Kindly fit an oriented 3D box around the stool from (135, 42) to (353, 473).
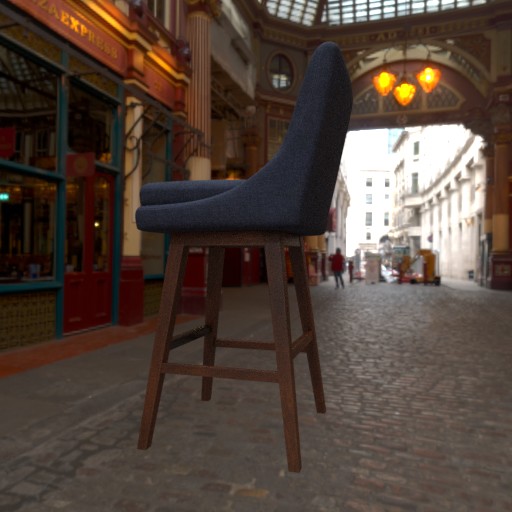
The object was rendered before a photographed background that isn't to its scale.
[{"bbox_3d":[0.000,0.000,1.366,0.572,1.068,0.489,0,0,17],"label":"stool"}]
